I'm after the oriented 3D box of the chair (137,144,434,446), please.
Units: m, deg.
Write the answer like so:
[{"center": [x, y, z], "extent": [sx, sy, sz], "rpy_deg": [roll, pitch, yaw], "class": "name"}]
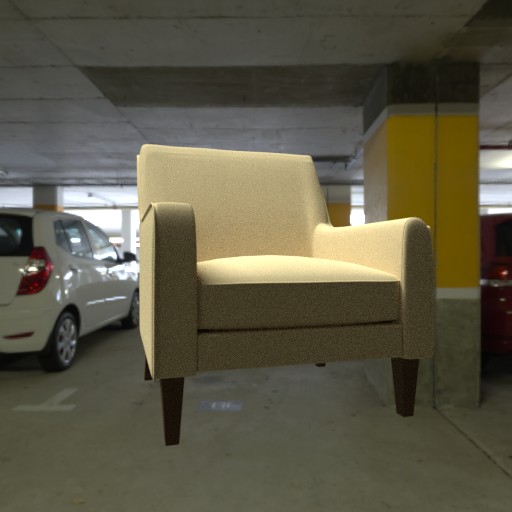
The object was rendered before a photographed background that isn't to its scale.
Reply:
[{"center": [0.000, 0.000, 1.543], "extent": [0.780, 0.919, 0.899], "rpy_deg": [0, 0, -17], "class": "chair"}]
